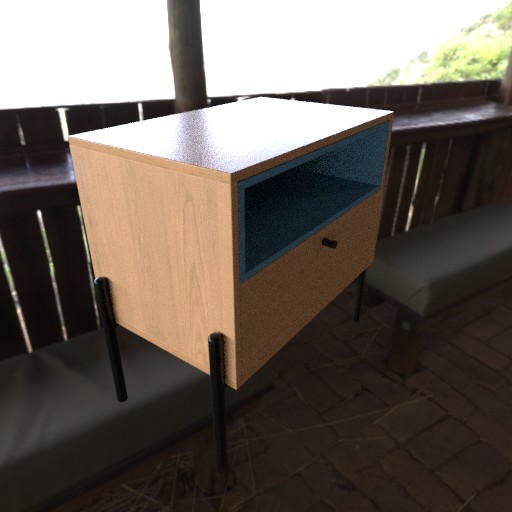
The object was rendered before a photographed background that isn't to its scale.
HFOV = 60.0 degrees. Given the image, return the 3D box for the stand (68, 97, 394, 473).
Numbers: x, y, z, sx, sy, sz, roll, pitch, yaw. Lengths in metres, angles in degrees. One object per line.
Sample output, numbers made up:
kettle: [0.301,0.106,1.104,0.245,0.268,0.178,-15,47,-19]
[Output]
stand: [0.000,0.000,1.026,0.400,0.600,0.630,19,33,32]
